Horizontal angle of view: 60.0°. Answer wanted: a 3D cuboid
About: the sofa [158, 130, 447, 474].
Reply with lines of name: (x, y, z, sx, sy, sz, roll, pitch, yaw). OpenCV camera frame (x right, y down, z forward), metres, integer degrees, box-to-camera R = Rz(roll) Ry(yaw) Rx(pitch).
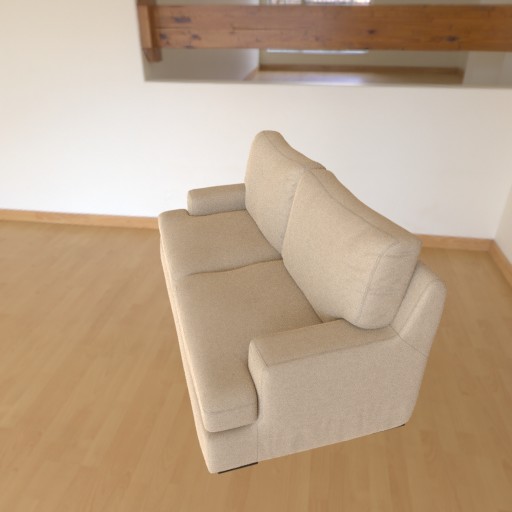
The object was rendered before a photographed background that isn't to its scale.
sofa: (0.000, 0.000, 2.448, 0.962, 0.967, 1.885, -8, 31, -14)
